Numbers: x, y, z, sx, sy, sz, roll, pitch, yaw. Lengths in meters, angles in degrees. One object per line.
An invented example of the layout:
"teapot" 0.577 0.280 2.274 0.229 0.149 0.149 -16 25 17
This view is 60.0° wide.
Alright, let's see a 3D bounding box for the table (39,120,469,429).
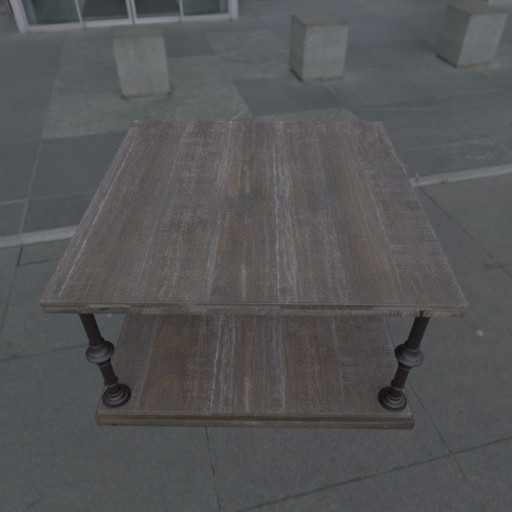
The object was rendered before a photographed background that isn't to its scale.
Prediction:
"table" 0.000 0.000 1.110 0.696 0.400 0.696 1 41 1
